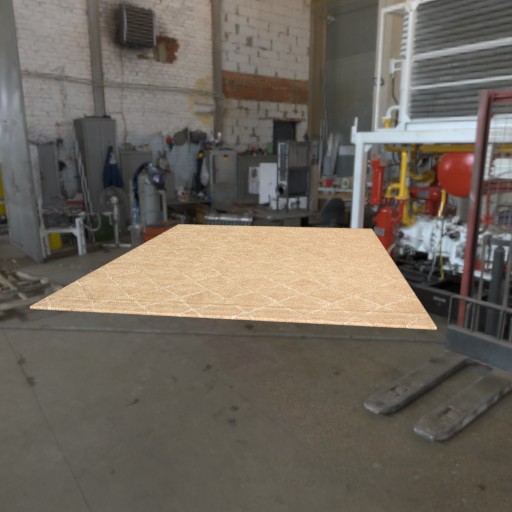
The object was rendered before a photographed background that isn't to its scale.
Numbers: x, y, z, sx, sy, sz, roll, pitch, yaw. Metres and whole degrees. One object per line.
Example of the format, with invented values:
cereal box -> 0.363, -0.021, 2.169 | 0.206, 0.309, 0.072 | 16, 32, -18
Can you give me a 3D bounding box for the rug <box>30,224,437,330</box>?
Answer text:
rug -> 0.000, 0.000, 4.052 | 2.420, 0.019, 3.039 | 2, 14, 8
